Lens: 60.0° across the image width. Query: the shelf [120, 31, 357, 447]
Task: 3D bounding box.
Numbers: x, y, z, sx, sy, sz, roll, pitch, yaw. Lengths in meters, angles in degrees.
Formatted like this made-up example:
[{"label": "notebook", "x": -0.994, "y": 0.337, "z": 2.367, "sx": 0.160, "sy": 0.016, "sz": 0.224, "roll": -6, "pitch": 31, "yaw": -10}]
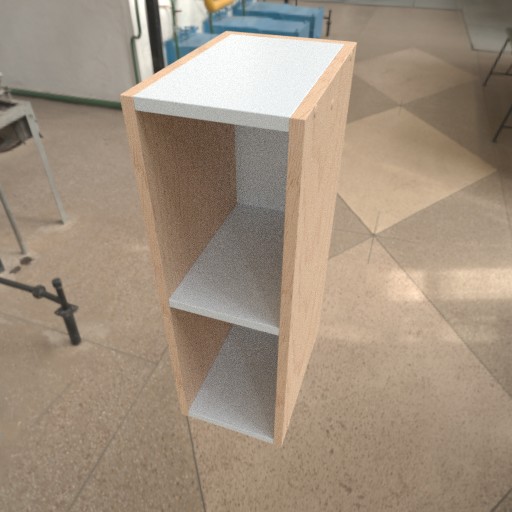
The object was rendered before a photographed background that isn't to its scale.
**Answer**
[{"label": "shelf", "x": 0.000, "y": 0.000, "z": 0.728, "sx": 0.200, "sy": 0.600, "sz": 0.290, "roll": 12, "pitch": 41, "yaw": 15}]
